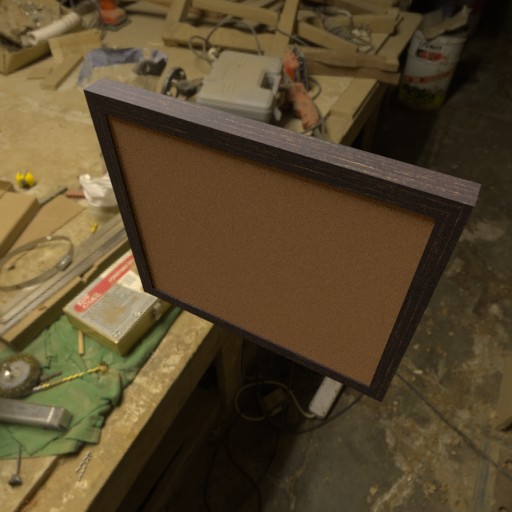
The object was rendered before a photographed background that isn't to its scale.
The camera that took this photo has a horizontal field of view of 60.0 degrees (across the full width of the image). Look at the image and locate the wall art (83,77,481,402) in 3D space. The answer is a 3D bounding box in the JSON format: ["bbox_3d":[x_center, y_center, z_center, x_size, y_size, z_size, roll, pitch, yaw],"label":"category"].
[{"bbox_3d":[0.000,0.000,0.517,0.381,0.330,0.031,21,51,19],"label":"wall art"}]
